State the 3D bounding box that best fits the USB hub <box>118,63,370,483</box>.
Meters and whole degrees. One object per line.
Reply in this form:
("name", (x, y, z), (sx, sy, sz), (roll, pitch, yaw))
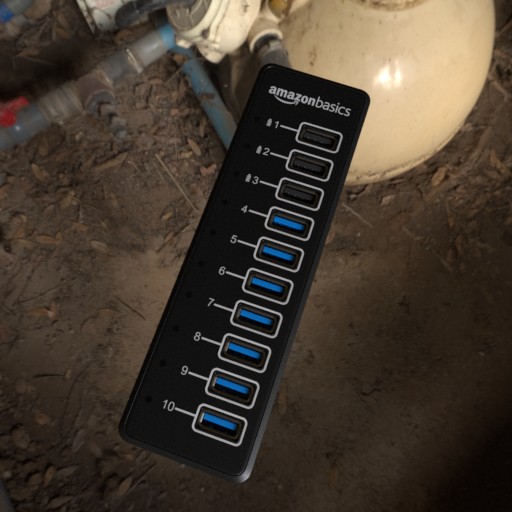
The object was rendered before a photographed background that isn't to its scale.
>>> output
("USB hub", (0.000, 0.000, 0.164), (0.044, 0.023, 0.145), (19, 77, 5))
